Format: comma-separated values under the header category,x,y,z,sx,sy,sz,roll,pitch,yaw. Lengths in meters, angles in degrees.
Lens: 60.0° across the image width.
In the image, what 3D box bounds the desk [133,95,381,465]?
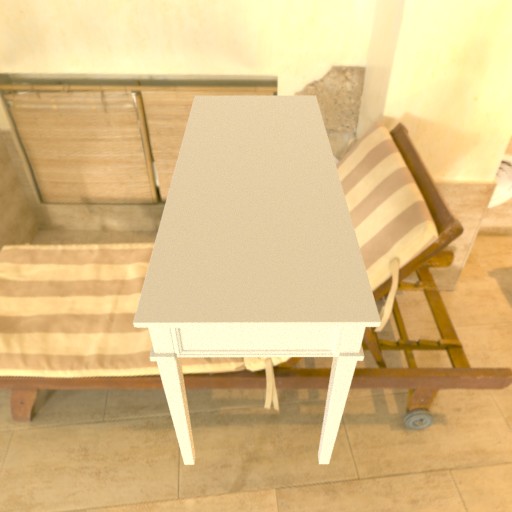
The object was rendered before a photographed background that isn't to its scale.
category,x,y,z,sx,sy,sz,roll,pitch,yaw
desk,0.000,0.000,1.769,0.559,0.774,1.372,0,40,0
